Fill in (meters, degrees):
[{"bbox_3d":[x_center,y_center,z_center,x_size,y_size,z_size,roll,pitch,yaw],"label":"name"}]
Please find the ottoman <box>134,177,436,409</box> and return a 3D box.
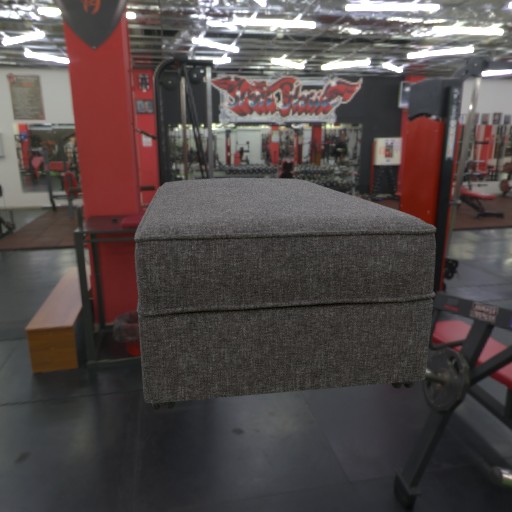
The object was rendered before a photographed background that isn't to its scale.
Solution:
[{"bbox_3d":[0.000,0.000,1.560,0.717,0.487,1.184,-2,15,-8],"label":"ottoman"}]
